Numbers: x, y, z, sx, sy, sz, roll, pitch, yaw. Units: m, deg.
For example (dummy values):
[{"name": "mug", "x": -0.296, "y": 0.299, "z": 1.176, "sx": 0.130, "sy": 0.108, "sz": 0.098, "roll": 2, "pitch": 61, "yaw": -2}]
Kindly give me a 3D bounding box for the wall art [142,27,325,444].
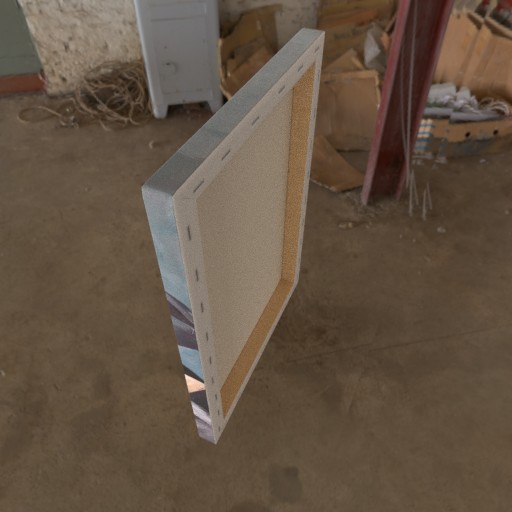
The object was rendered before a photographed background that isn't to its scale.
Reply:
[{"name": "wall art", "x": 0.000, "y": 0.000, "z": 0.783, "sx": 0.037, "sy": 0.613, "sz": 0.455, "roll": 18, "pitch": 49, "yaw": 16}]
